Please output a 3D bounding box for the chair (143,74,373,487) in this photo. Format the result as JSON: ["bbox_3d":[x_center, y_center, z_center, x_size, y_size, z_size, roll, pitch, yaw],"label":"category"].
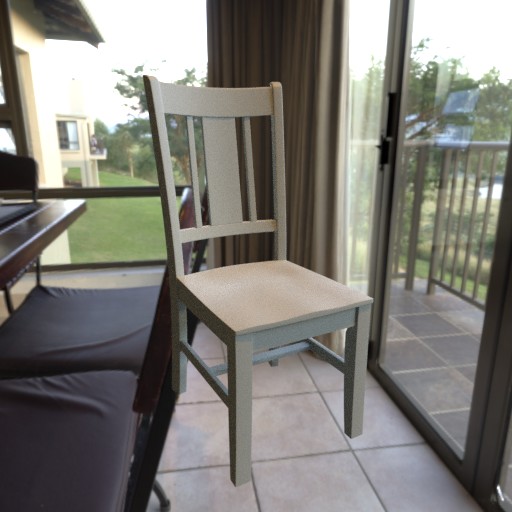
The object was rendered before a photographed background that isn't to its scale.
[{"bbox_3d":[0.000,0.000,1.277,0.450,0.998,0.555,-9,18,-28],"label":"chair"}]
